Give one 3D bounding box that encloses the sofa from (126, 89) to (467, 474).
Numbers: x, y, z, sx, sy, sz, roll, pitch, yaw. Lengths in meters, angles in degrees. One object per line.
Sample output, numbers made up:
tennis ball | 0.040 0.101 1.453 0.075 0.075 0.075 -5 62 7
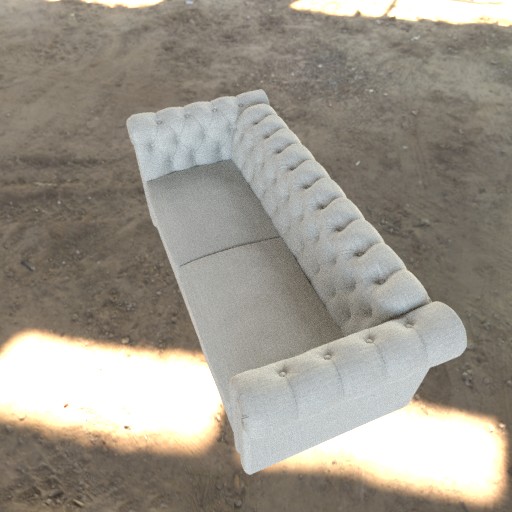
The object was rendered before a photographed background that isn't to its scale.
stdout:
sofa | 0.000 0.000 2.141 0.783 0.797 1.798 -17 50 -15
